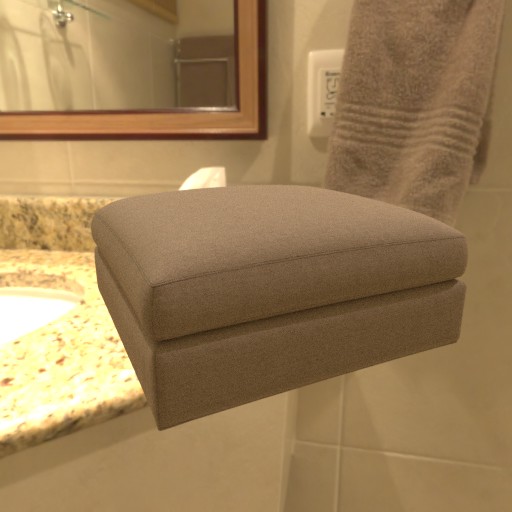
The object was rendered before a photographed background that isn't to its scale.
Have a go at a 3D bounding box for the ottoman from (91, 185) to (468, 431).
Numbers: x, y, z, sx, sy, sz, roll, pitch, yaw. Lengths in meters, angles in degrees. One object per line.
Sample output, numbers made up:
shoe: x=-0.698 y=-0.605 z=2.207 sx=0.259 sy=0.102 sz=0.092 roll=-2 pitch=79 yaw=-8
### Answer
ottoman: x=0.000 y=0.000 z=1.635 sx=1.041 sy=0.470 sz=1.041 roll=-8 pitch=18 yaw=-25
